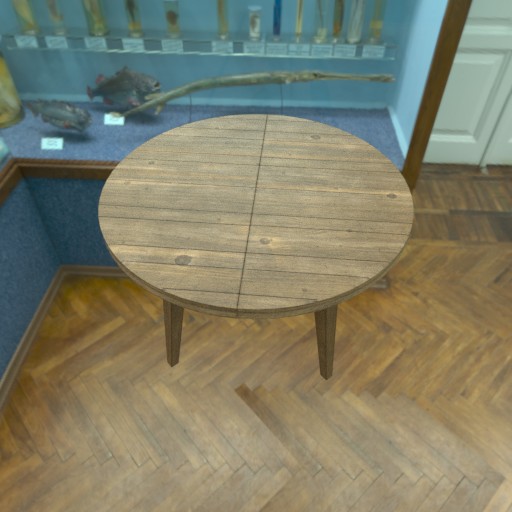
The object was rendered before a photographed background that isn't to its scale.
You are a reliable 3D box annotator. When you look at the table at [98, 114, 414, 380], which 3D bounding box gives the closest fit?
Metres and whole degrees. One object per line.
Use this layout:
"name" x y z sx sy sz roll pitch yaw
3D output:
"table" 0.000 0.000 2.028 1.213 0.764 1.213 0 45 0
